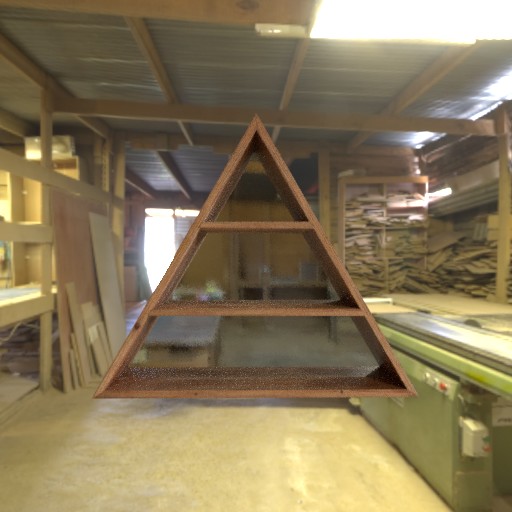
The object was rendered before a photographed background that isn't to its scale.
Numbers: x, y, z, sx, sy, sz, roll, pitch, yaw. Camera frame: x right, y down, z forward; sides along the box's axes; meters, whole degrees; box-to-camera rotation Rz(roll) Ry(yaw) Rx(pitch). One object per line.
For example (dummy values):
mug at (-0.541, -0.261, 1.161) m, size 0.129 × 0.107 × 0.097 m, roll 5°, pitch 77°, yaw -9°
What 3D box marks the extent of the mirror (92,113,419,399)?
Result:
mirror at (0.000, 0.000, 0.901) m, size 0.631 × 0.548 × 0.100 m, roll 0°, pitch 0°, yaw -1°
